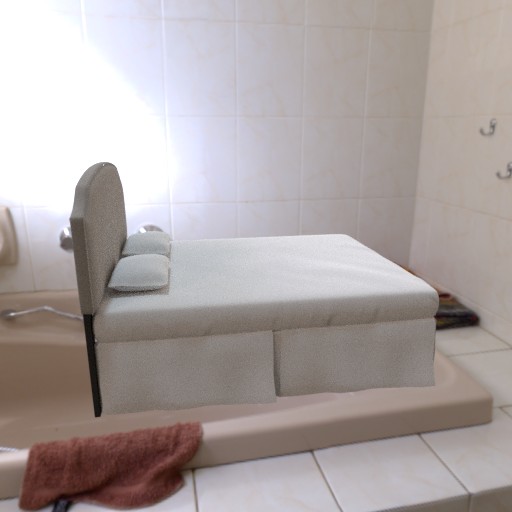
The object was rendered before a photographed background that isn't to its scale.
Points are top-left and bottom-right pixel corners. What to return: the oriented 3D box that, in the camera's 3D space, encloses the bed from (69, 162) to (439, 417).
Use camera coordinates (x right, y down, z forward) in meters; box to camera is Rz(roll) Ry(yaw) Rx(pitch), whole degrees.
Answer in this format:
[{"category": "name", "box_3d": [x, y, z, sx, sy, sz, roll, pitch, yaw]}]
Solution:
[{"category": "bed", "box_3d": [0.000, 0.000, 3.022, 1.999, 1.270, 1.558, -3, 16, -10]}]
